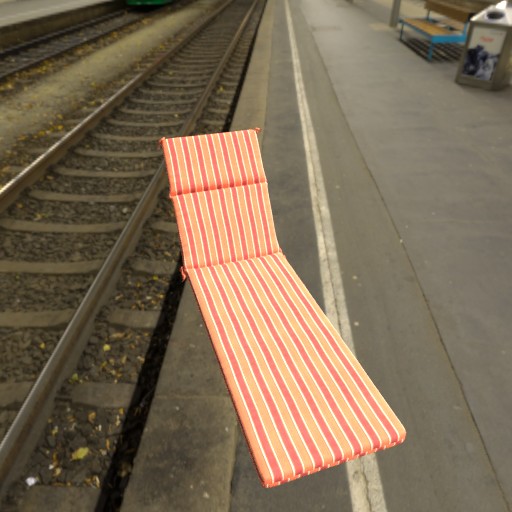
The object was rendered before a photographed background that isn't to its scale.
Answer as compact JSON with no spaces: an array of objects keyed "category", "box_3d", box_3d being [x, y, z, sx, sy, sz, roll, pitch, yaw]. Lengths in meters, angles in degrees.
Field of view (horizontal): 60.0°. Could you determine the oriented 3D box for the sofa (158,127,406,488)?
[{"category":"sofa","box_3d":[0.000,0.000,1.930,0.582,0.622,1.663,-11,35,-16]}]
